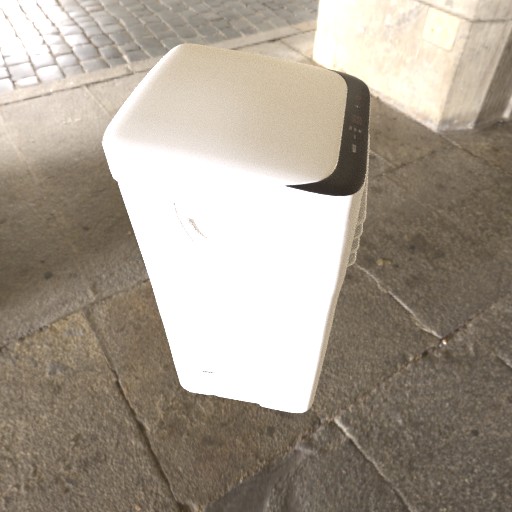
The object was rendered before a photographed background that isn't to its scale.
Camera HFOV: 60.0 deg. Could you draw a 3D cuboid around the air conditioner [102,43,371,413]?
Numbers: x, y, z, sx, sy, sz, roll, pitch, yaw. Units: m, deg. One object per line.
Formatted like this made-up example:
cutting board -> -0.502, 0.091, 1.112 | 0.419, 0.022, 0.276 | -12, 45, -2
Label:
air conditioner -> 0.000, 0.000, 0.911 | 0.369, 0.716, 0.352 | 8, 47, 8
